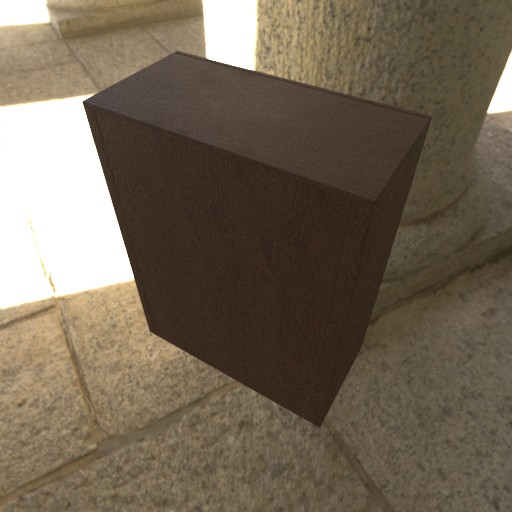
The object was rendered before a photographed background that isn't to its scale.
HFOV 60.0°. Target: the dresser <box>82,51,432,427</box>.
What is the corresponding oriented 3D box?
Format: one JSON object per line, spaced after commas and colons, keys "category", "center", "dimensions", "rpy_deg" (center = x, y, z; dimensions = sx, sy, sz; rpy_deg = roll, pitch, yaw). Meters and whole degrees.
{"category": "dresser", "center": [0.000, 0.000, 1.836], "dimensions": [0.964, 1.320, 0.516], "rpy_deg": [23, 50, 21]}
